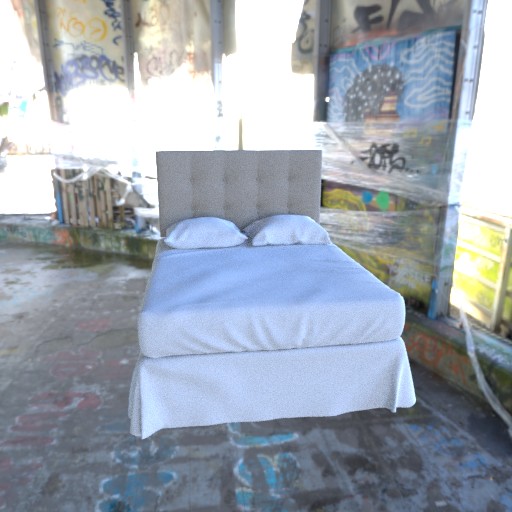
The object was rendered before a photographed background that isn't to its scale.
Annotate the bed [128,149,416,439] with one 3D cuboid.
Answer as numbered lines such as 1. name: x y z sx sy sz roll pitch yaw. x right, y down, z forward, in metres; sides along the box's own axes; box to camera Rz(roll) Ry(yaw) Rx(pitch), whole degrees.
1. bed: 0.000 0.000 3.564 1.936 1.577 2.222 -2 16 -8
